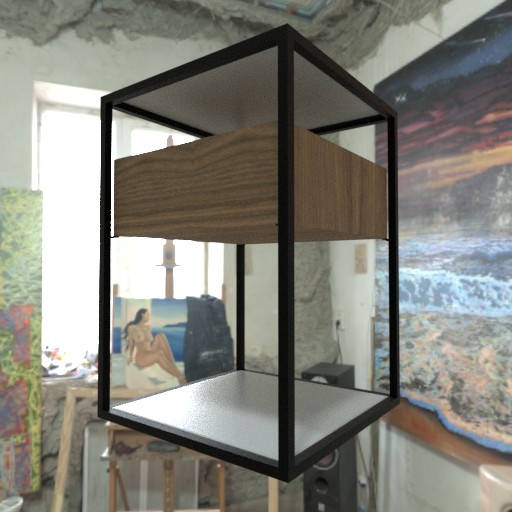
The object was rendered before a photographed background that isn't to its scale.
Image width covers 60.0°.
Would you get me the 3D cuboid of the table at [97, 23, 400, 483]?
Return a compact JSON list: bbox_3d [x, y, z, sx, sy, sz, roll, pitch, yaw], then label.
[{"bbox_3d":[0.000,0.000,0.784,0.378,0.540,0.378,-1,-2,37],"label":"table"}]
